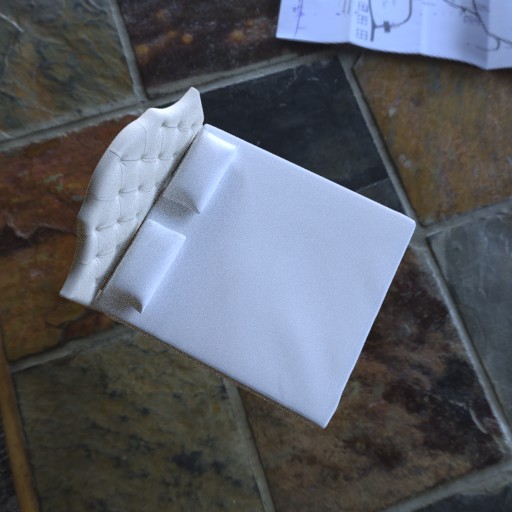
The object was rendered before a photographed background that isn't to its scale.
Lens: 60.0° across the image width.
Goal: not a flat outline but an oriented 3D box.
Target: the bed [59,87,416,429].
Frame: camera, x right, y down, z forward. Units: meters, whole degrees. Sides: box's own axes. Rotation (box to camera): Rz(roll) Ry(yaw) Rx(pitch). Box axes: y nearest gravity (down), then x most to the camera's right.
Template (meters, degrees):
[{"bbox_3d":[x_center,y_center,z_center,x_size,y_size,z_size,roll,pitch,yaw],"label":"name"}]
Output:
[{"bbox_3d":[0.000,0.000,3.552,2.214,1.615,2.008,27,77,7],"label":"bed"}]
